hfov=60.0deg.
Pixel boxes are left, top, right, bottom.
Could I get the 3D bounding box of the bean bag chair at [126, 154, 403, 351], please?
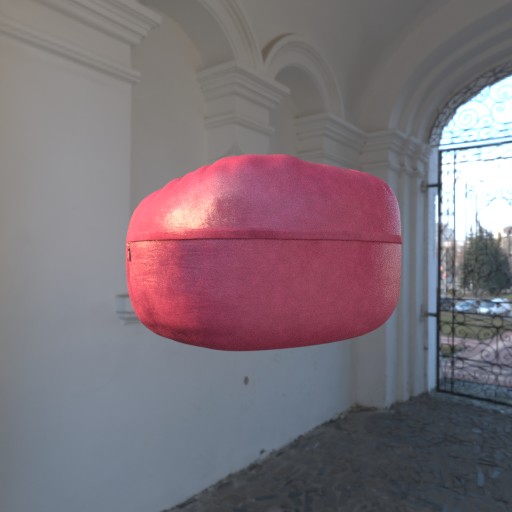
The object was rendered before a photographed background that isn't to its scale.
[{"bbox_3d":[0.000,0.000,2.525,1.524,0.878,1.524,0,0,-37],"label":"bean bag chair"}]
